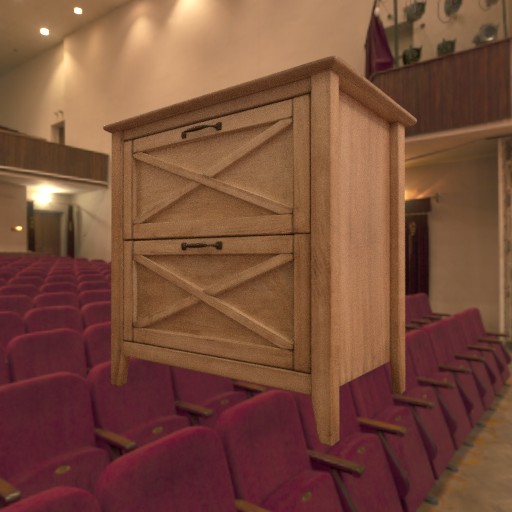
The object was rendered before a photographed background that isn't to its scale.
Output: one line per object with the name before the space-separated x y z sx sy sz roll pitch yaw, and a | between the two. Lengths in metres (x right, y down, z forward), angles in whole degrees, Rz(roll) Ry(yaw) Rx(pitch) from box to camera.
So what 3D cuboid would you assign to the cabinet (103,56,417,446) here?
cabinet | 0.000 0.000 1.270 0.763 0.762 0.503 0 -1 37
